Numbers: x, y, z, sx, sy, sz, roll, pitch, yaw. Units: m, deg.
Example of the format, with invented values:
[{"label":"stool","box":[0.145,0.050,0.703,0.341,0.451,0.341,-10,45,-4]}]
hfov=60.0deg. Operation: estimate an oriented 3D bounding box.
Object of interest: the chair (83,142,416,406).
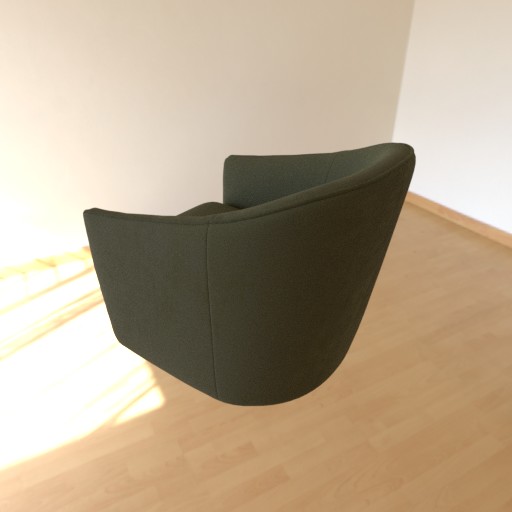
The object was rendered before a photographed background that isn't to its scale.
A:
[{"label":"chair","box":[0.000,0.000,1.467,0.875,0.799,0.747,20,35,31]}]
